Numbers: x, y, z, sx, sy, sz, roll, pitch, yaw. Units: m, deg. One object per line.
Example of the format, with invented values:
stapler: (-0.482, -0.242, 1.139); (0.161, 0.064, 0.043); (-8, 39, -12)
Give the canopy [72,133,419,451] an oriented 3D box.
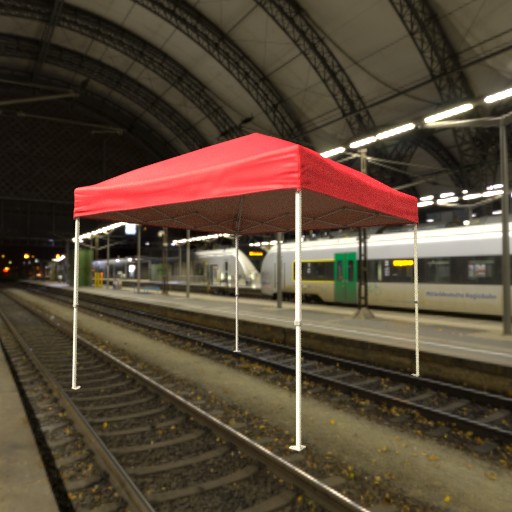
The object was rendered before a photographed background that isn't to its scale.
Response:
canopy: (0.000, 0.000, 5.347); (2.998, 2.997, 2.996); (-2, -3, 36)
